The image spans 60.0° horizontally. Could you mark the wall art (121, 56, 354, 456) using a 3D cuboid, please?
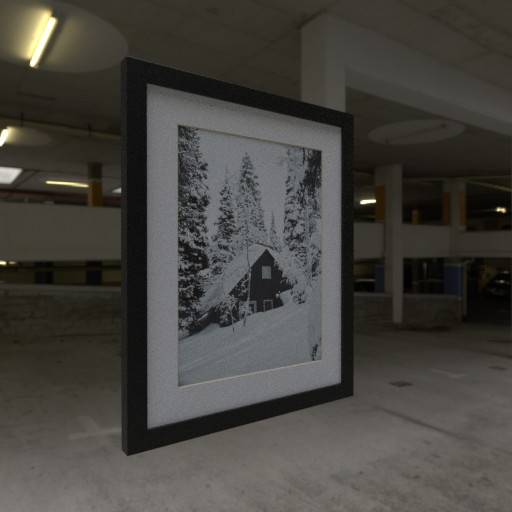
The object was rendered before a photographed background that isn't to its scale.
[{"bbox_3d":[0.000,0.000,0.540,0.325,0.397,0.018,0,1,-35],"label":"wall art"}]
